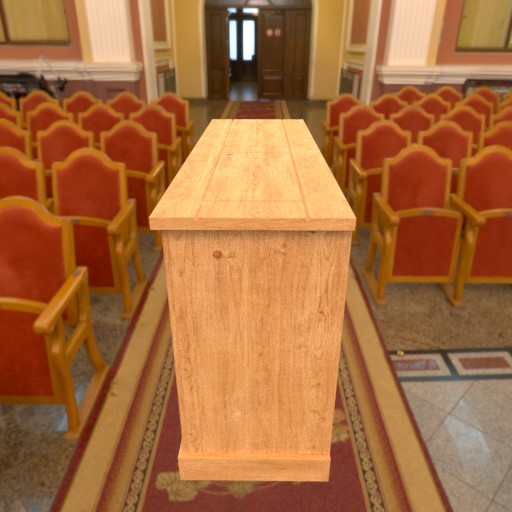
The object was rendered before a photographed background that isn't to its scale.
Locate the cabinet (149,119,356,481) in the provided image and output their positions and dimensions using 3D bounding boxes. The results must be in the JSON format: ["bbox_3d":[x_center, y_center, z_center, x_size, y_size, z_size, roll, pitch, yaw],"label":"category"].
[{"bbox_3d":[0.000,0.000,1.693,0.432,0.810,1.321,0,26,1],"label":"cabinet"}]
